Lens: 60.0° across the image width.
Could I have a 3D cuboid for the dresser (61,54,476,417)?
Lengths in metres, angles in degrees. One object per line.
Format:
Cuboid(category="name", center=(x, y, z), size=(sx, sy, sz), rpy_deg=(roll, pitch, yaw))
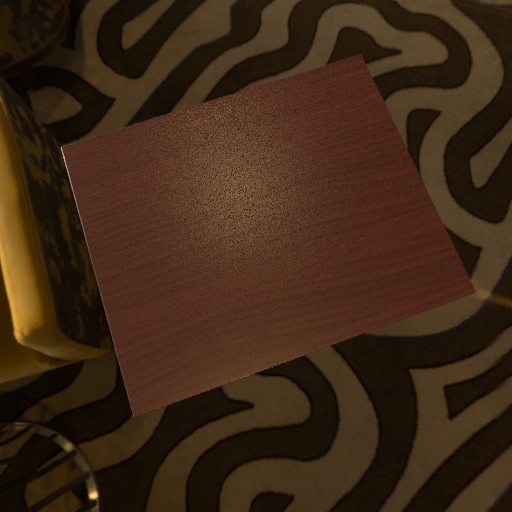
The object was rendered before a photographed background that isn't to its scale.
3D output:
Cuboid(category="dresser", center=(0.000, 0.000, 0.753), size=(0.400, 0.470, 0.360), rpy_deg=(-19, 76, -5))
